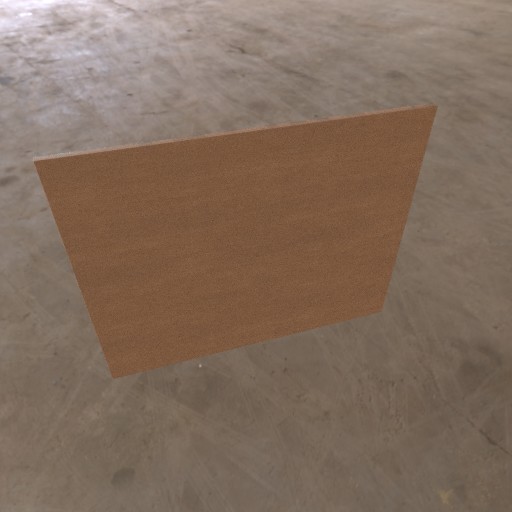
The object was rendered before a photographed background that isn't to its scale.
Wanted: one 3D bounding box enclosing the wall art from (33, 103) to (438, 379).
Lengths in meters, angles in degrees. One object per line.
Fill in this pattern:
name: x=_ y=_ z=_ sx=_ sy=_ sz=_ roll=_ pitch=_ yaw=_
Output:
wall art: x=0.000 y=0.000 z=0.673 sx=0.508 sy=0.408 sz=0.010 roll=-12 pitch=42 yaw=-13
